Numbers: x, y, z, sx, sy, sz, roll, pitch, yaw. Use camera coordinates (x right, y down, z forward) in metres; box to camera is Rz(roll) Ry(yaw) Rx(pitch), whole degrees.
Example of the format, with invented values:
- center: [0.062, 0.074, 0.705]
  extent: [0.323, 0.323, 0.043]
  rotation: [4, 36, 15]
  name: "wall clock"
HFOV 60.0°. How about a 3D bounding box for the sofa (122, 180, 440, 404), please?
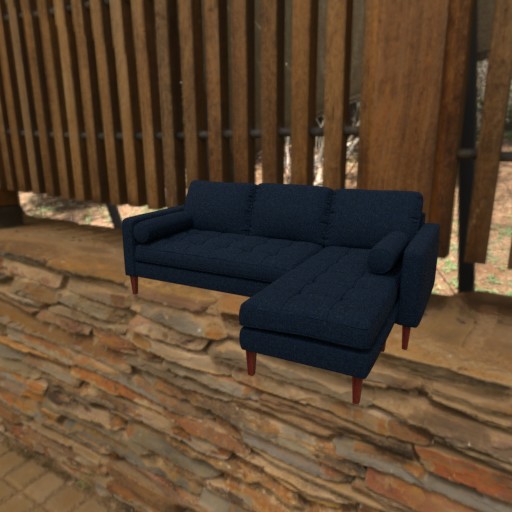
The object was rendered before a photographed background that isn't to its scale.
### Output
- center: [0.000, 0.000, 3.004]
  extent: [2.185, 0.841, 1.613]
  rotation: [8, 17, 26]
  name: "sofa"
